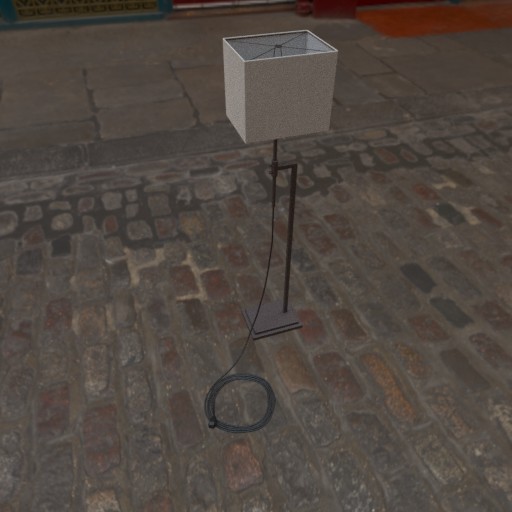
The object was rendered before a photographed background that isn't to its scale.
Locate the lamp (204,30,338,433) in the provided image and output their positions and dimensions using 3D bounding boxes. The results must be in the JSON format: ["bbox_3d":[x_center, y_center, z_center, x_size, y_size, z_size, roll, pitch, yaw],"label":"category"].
[{"bbox_3d":[0.000,0.000,1.969,0.698,1.600,0.774,-13,43,-14],"label":"lamp"}]
